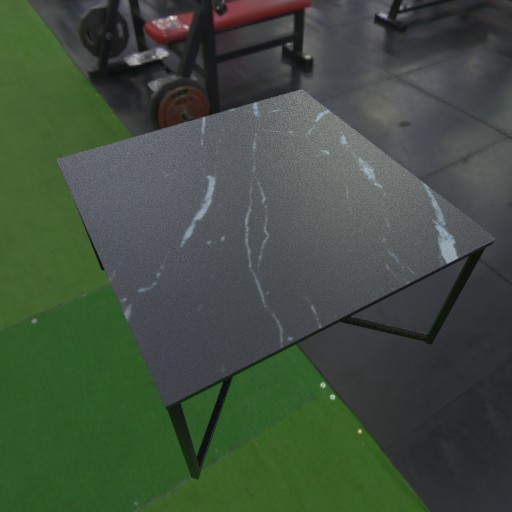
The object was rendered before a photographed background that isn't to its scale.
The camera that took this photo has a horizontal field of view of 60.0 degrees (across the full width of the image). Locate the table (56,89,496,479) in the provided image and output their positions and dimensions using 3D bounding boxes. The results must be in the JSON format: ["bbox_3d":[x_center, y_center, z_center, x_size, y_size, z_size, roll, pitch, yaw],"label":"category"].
[{"bbox_3d":[0.000,0.000,1.271,0.800,0.450,0.800,-23,52,-19],"label":"table"}]
